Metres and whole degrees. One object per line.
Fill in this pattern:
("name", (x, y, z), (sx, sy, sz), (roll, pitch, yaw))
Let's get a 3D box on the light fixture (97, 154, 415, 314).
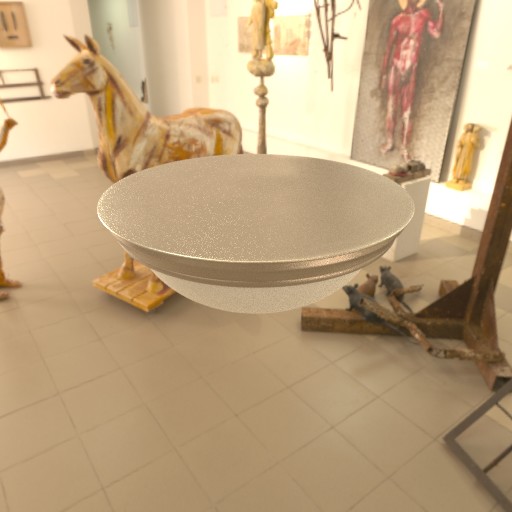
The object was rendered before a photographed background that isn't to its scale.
("light fixture", (0.000, 0.000, 0.440), (0.280, 0.135, 0.280), (0, 27, 0))
